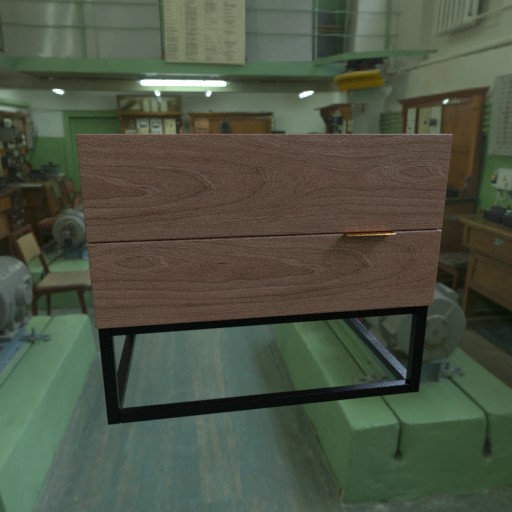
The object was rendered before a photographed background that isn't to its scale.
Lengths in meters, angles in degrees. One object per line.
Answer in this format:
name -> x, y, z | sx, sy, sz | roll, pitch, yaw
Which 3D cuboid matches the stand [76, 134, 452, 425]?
stand -> 0.000, 0.000, 0.943 | 0.600, 0.500, 0.420 | -3, 16, -10
